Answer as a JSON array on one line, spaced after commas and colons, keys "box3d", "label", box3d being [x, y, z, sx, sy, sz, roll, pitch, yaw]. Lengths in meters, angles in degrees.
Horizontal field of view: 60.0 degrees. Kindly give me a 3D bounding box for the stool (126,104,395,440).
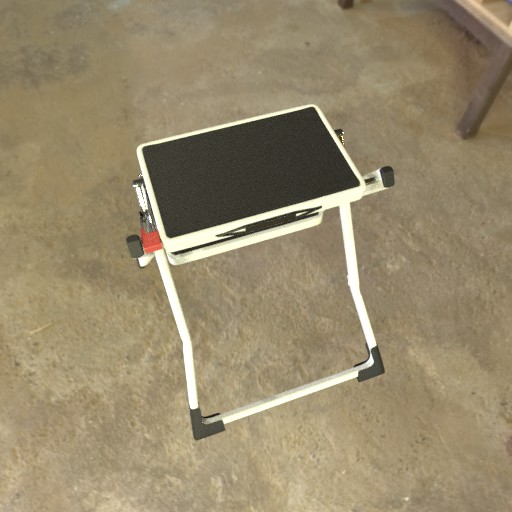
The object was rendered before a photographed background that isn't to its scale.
[{"box3d": [0.000, 0.000, 0.856, 0.485, 0.445, 0.490, -16, 60, -10], "label": "stool"}]
